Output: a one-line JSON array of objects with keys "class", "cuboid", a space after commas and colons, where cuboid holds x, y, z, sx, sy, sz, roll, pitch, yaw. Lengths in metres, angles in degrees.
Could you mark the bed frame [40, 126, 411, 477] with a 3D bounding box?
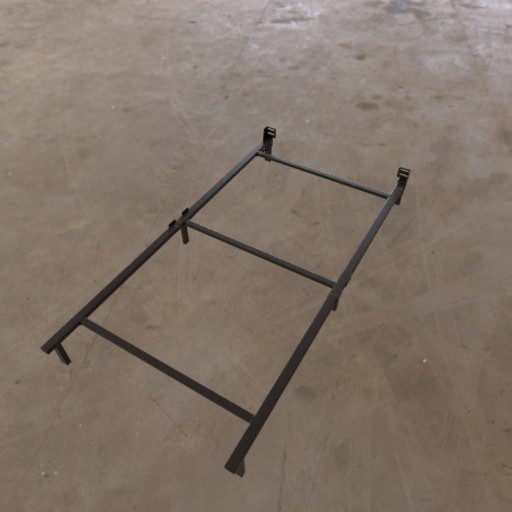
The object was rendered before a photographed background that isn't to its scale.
[{"class": "bed frame", "cuboid": [0.000, 0.000, 2.265, 0.968, 0.248, 1.897, 23, 51, 21]}]
